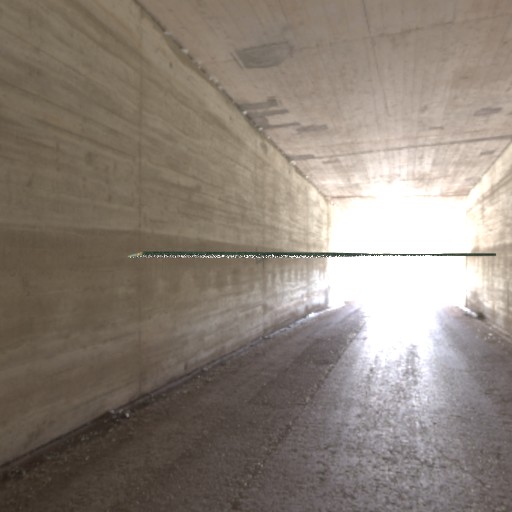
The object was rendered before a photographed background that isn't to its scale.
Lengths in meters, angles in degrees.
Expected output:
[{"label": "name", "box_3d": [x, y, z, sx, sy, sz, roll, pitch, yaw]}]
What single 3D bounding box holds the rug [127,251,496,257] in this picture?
[{"label": "rug", "box_3d": [0.000, 0.000, 2.250, 1.212, 0.010, 1.811, 0, 0, -18]}]
